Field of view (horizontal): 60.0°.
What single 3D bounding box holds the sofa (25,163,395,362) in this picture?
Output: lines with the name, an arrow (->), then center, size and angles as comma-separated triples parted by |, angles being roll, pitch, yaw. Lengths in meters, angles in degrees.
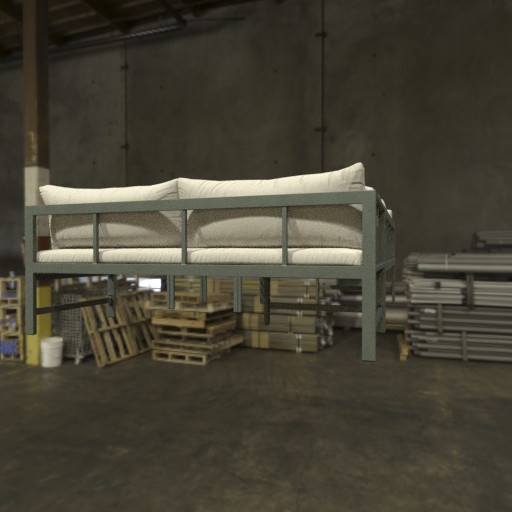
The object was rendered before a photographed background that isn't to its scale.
sofa -> 0.000, 0.000, 2.879 | 1.658, 0.758, 2.096 | 0, 0, 19
